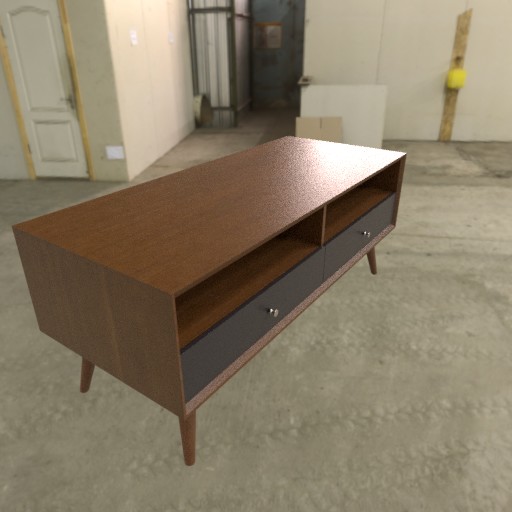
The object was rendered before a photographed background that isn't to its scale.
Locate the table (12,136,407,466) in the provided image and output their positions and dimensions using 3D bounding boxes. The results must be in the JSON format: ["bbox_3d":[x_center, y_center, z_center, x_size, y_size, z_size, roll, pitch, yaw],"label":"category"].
[{"bbox_3d":[0.000,0.000,1.335,0.490,0.464,1.119,18,32,31],"label":"table"}]
